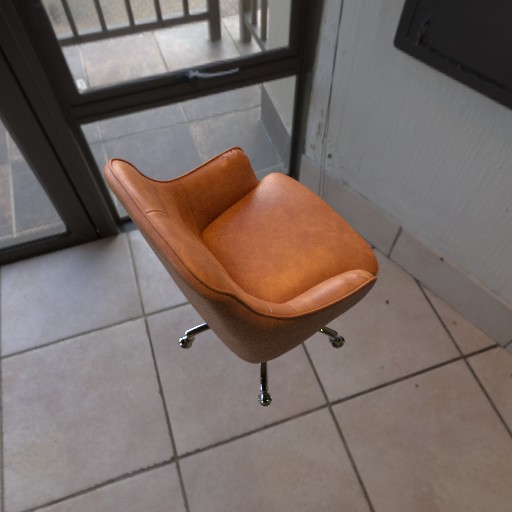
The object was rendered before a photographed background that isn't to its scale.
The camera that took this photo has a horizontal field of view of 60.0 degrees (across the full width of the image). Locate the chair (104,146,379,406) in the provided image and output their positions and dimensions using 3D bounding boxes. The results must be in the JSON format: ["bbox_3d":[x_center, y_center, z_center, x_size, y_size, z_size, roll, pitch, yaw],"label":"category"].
[{"bbox_3d":[0.000,0.000,1.341,0.615,0.909,0.628,-33,63,-19],"label":"chair"}]
